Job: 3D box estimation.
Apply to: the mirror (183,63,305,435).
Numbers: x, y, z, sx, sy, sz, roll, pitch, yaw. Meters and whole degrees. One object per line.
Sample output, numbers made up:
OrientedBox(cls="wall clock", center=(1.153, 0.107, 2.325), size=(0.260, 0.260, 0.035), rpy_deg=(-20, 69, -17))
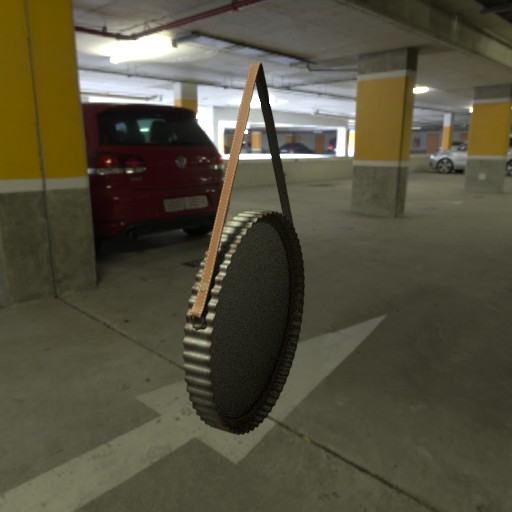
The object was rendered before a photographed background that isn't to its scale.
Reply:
OrientedBox(cls="mirror", center=(0.000, 0.000, 0.702), size=(0.042, 0.568, 0.355), rpy_deg=(7, 15, 25))
